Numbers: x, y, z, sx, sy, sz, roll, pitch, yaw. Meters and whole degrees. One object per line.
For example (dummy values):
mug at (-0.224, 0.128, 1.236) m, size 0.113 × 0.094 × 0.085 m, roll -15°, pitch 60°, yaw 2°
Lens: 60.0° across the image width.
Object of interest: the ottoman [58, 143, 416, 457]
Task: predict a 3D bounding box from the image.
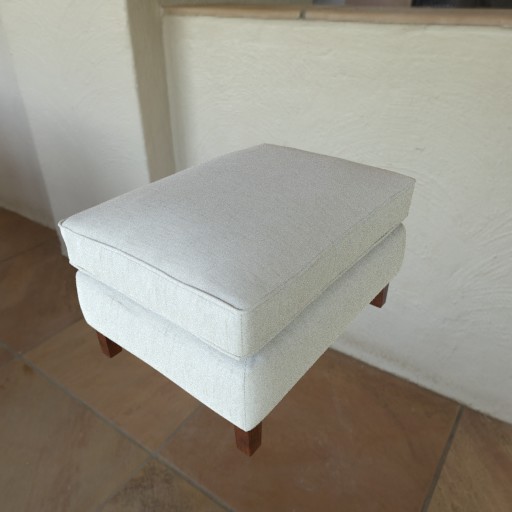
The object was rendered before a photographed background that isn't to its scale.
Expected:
ottoman at (0.000, 0.000, 1.010) m, size 0.501 × 0.406 × 0.665 m, roll 22°, pitch 37°, yaw 32°
